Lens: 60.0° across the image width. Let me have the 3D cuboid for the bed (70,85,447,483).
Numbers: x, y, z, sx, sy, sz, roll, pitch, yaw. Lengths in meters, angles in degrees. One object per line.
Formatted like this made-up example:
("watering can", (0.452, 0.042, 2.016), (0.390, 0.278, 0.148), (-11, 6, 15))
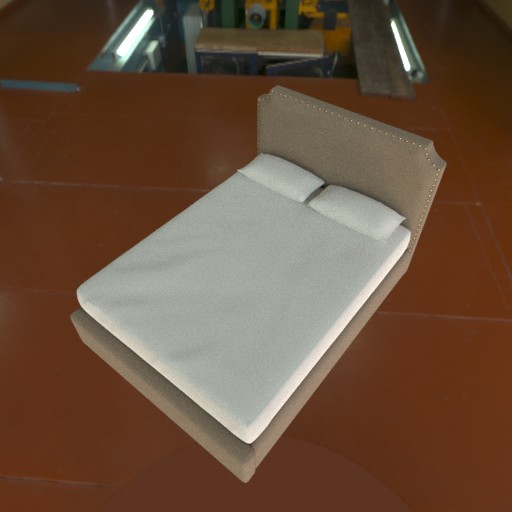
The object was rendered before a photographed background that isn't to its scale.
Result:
("bed", (0.000, 0.000, 3.365), (1.703, 1.415, 2.329), (30, 54, 25))
